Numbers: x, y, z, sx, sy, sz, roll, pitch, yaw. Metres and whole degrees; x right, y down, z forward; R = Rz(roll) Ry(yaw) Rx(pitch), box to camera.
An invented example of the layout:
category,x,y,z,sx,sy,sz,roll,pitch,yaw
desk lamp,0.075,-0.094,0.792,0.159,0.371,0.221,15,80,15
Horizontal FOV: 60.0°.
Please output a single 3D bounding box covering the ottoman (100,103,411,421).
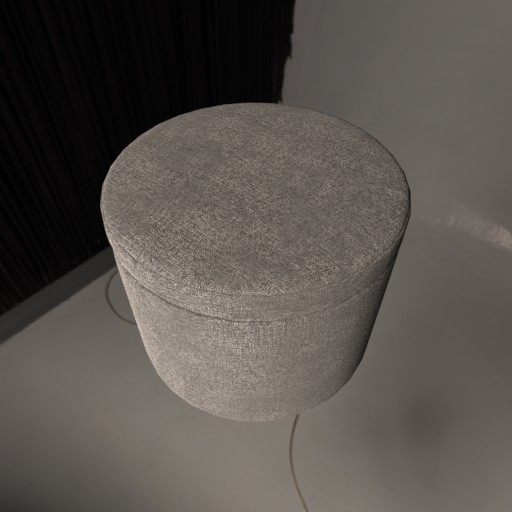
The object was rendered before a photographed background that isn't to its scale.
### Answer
category,x,y,z,sx,sy,sz,roll,pitch,yaw
ottoman,0.000,0.000,0.861,0.500,0.419,0.500,0,47,0
